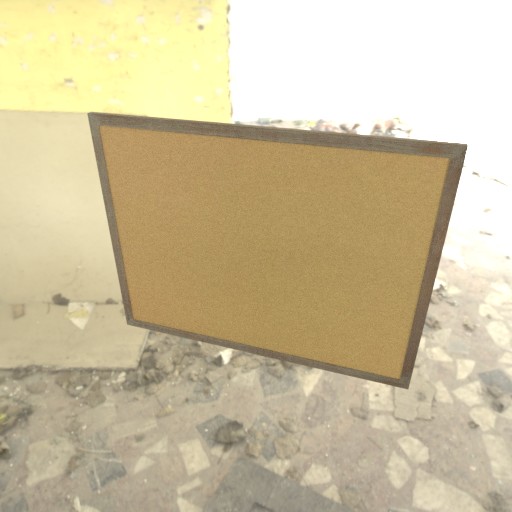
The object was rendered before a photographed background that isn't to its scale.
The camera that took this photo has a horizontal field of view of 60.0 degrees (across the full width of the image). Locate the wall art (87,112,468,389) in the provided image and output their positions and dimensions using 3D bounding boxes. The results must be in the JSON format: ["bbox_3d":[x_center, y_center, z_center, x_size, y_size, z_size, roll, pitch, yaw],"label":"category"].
[{"bbox_3d":[0.000,0.000,1.338,1.012,0.774,0.019,10,32,16],"label":"wall art"}]
